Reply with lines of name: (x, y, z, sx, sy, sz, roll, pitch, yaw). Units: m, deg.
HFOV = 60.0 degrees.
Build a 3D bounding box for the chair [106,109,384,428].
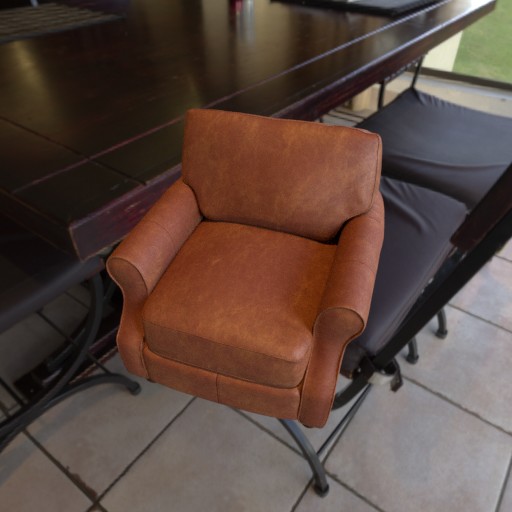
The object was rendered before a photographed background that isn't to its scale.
chair: (0.000, 0.000, 1.853, 0.983, 0.962, 0.986, 12, 41, 14)
